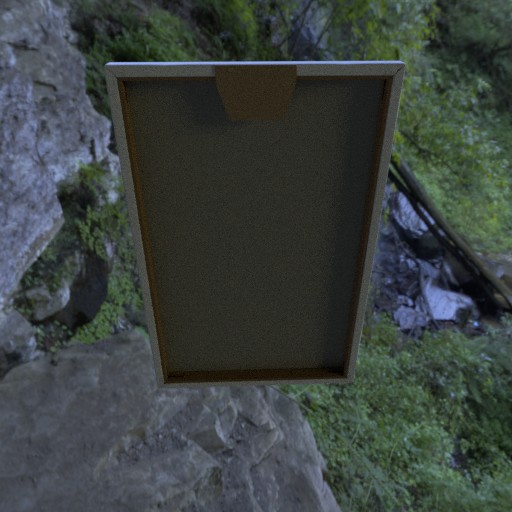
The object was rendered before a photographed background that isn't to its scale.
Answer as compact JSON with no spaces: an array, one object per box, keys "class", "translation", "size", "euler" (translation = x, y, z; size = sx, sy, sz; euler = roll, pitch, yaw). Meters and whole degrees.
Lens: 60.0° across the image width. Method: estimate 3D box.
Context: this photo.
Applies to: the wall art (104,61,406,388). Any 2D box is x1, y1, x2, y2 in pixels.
[{"class":"wall art","translation":[0.000,0.000,1.134],"size":[0.602,0.916,0.048],"euler":[-1,32,-2]}]
